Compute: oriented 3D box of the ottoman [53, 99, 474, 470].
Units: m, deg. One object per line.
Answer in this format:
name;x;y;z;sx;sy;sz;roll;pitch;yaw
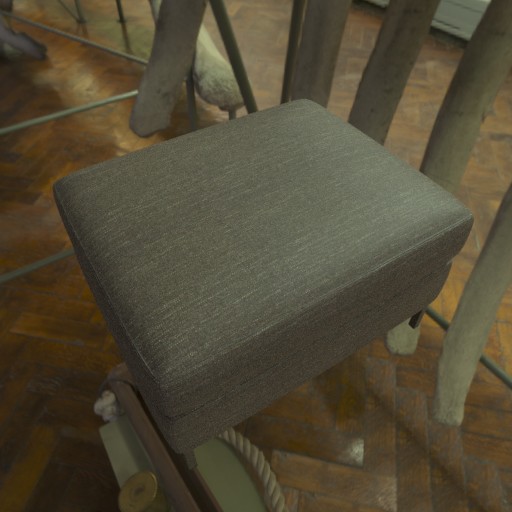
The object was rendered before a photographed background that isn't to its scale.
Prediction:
ottoman;0.000;0.000;1.183;0.820;0.490;0.671;-25;52;-21
